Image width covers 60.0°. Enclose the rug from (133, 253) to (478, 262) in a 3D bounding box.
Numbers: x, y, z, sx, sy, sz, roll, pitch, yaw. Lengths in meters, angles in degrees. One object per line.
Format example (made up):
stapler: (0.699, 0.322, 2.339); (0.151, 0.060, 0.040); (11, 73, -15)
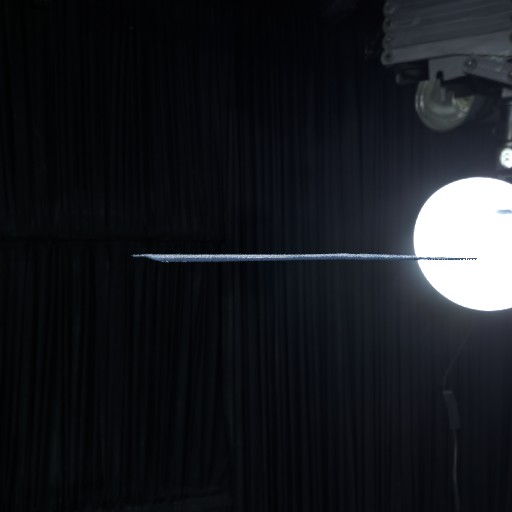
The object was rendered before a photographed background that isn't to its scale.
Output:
rug: (0.000, 0.000, 2.304); (1.159, 0.025, 1.793); (0, 0, -18)
